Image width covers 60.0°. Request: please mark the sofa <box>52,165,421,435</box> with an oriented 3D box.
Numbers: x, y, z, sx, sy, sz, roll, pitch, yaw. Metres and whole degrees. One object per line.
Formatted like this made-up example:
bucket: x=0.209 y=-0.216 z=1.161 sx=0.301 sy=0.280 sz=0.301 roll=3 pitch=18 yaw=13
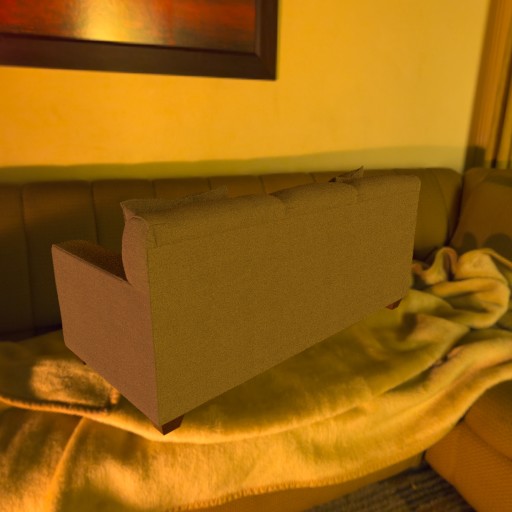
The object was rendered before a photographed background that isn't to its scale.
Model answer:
sofa: x=0.000 y=0.000 z=2.618 sx=2.024 sy=0.958 sz=0.997 roll=-16 pitch=23 yaw=-42
